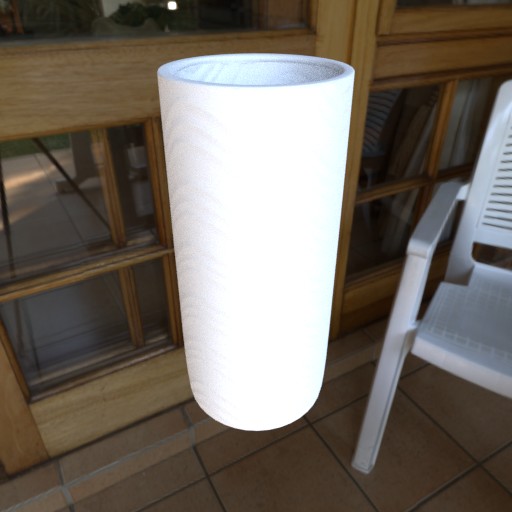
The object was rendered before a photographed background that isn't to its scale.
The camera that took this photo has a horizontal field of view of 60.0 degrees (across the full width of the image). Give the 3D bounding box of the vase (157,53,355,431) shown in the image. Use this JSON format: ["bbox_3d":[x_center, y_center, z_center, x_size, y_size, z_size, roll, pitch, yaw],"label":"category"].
[{"bbox_3d":[0.000,0.000,0.397,0.143,0.316,0.143,0,32,0],"label":"vase"}]
